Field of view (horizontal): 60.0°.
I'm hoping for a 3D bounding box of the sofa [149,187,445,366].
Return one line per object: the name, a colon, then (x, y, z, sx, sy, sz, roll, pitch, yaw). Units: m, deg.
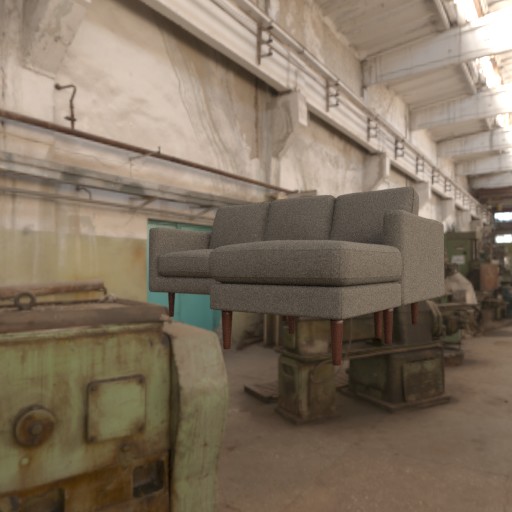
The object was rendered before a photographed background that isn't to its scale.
sofa: (0.000, 0.000, 3.013, 2.055, 0.957, 1.667, -1, -1, 36)
